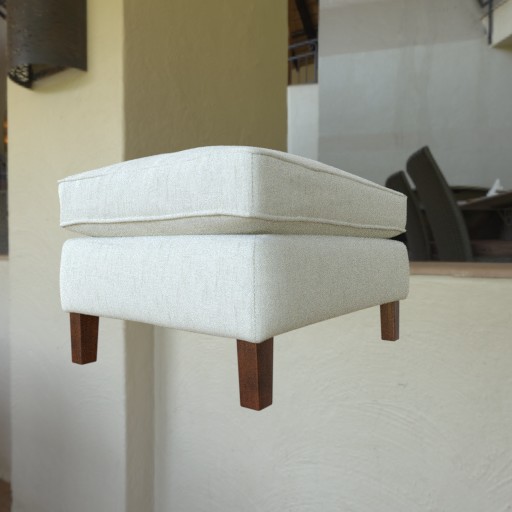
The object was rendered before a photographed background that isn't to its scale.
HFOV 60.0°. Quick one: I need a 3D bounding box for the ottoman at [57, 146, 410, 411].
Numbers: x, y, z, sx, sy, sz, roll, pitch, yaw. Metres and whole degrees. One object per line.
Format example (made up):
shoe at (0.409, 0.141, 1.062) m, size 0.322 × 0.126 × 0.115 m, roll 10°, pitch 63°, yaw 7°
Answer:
ottoman at (0.000, 0.000, 0.958) m, size 0.501 × 0.406 × 0.665 m, roll 1°, pitch 1°, yaw 36°
